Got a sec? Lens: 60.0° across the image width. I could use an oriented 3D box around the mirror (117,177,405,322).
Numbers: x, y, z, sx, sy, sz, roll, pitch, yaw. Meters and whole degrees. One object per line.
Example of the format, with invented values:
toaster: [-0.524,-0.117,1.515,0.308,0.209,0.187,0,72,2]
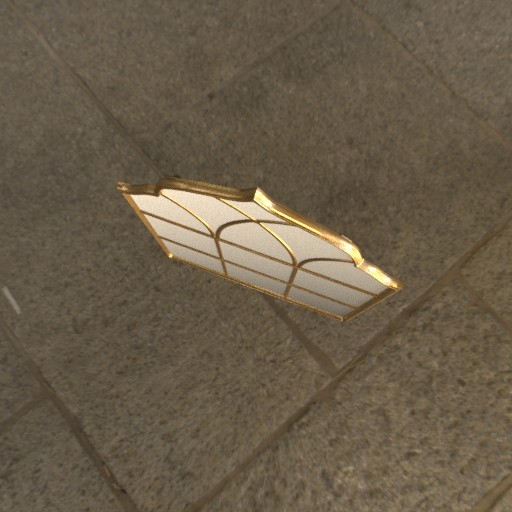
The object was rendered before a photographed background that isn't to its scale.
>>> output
mirror: [0.000,0.000,0.875,0.513,0.635,0.018,20,76,5]
